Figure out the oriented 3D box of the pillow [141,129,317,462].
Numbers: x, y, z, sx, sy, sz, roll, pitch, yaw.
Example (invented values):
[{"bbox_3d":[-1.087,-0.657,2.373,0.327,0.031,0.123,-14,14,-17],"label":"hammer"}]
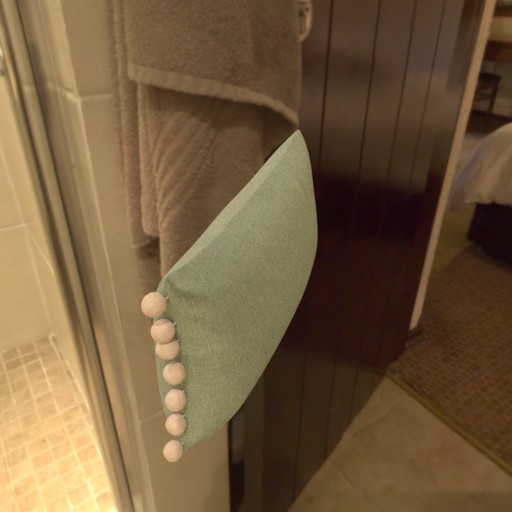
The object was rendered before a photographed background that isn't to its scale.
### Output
[{"bbox_3d":[0.000,0.000,0.841,0.201,0.322,0.709,9,31,16],"label":"pillow"}]
